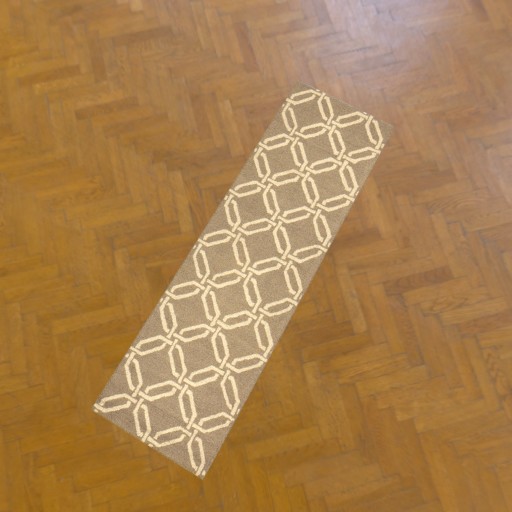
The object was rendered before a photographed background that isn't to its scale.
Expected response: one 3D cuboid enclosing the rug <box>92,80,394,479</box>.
[{"bbox_3d":[0.000,0.000,2.511,0.678,0.014,2.276,29,77,7],"label":"rug"}]
